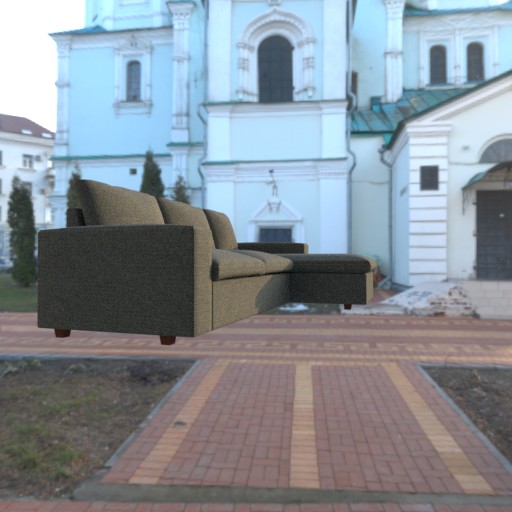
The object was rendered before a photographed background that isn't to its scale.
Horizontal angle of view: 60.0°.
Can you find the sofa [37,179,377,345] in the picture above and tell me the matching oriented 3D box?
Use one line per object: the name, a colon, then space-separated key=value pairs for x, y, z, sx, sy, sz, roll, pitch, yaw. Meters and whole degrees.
sofa: x=0.000 y=0.000 z=3.509 sx=1.689 sy=0.940 sz=2.718 roll=0 pitch=-1 yaw=19
